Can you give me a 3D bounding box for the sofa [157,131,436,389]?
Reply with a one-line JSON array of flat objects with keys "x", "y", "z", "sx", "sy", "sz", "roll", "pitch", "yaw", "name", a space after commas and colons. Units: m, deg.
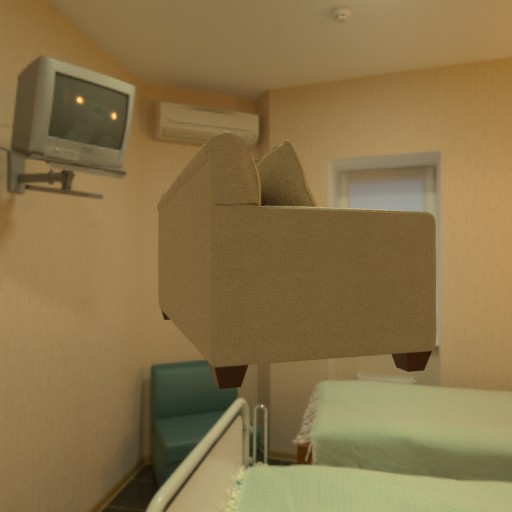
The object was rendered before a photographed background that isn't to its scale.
[{"x": 0.000, "y": 0.000, "z": 2.639, "sx": 0.997, "sy": 0.958, "sz": 2.024, "roll": 0, "pitch": 0, "yaw": -18, "name": "sofa"}]
